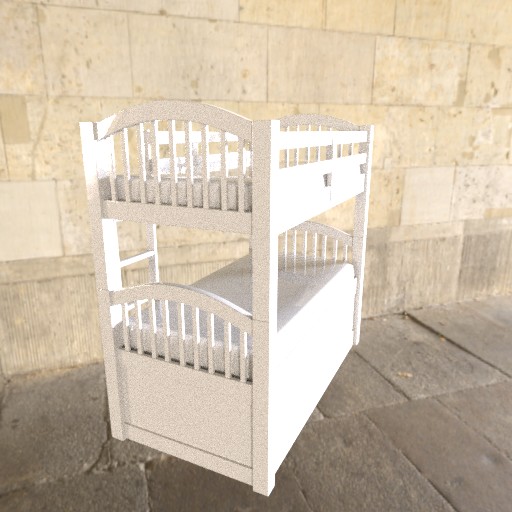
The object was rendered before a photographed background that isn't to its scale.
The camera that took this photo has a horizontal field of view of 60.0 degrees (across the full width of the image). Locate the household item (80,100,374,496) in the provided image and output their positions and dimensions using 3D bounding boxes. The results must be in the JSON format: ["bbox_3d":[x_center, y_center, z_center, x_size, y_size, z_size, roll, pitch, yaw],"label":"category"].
[{"bbox_3d":[0.000,0.000,3.224,1.143,2.032,2.032,8,17,25],"label":"household item"}]
